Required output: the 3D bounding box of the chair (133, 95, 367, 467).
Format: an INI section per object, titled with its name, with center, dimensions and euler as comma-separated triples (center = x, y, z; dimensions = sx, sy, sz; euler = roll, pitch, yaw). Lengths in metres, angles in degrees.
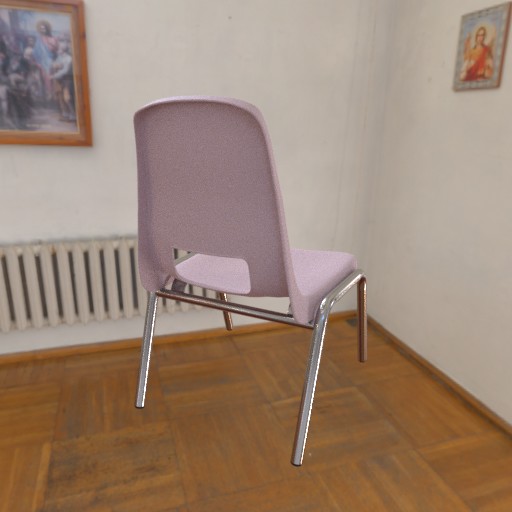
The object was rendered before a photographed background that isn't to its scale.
[chair]
center = 0.000, 0.000, 0.810
dimensions = 0.354, 0.536, 0.385
euler = 9, 19, 26
